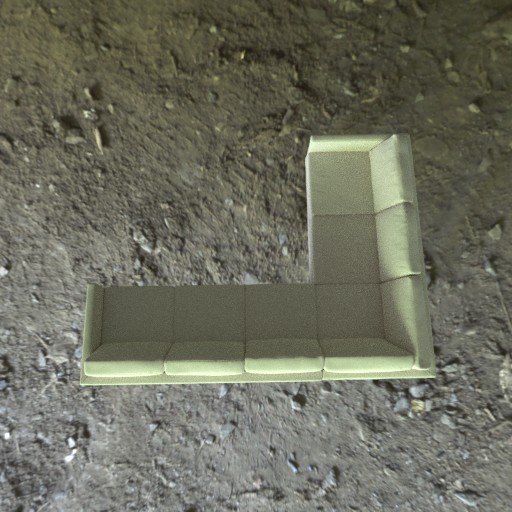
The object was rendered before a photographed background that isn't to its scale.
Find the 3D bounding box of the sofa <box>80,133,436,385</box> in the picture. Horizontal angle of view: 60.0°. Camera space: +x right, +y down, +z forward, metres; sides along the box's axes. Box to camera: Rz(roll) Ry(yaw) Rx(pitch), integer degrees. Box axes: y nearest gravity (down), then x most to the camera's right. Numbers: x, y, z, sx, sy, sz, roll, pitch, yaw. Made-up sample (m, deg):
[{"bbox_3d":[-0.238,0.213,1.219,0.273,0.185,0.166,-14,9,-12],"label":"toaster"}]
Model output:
[{"bbox_3d":[0.000,0.000,4.451,3.182,0.863,2.432,-1,76,0],"label":"sofa"}]
